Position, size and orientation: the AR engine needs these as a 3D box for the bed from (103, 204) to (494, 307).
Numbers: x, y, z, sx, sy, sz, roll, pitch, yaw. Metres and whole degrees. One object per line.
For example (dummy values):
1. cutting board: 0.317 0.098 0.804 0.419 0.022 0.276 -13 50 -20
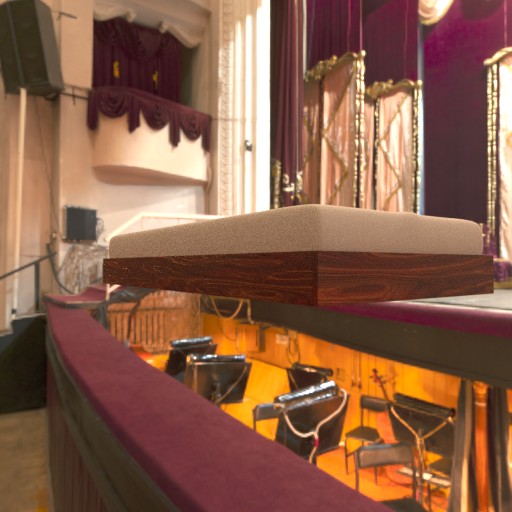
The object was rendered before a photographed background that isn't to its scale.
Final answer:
1. bed: 0.000 0.000 2.207 0.940 0.312 1.860 1 -1 -36
